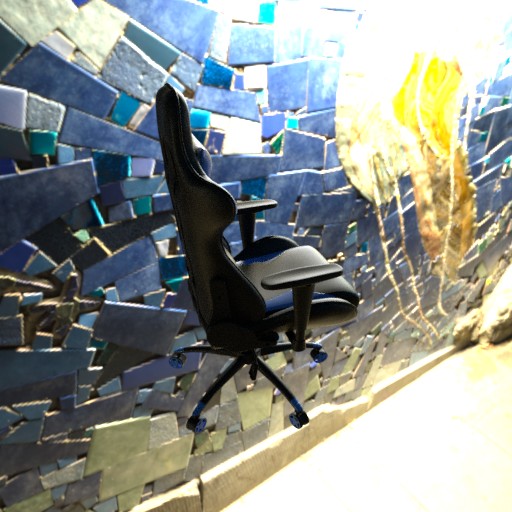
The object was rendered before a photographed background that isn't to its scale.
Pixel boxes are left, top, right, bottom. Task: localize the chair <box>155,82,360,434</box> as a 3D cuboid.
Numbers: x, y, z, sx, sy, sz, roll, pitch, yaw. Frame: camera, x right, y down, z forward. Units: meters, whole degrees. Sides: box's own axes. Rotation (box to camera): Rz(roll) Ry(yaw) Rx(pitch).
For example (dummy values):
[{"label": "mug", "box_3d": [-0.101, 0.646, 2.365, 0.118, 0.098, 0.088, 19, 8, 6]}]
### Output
[{"label": "chair", "box_3d": [0.000, 0.000, 1.720, 0.730, 1.282, 0.695, -10, 32, -17]}]
